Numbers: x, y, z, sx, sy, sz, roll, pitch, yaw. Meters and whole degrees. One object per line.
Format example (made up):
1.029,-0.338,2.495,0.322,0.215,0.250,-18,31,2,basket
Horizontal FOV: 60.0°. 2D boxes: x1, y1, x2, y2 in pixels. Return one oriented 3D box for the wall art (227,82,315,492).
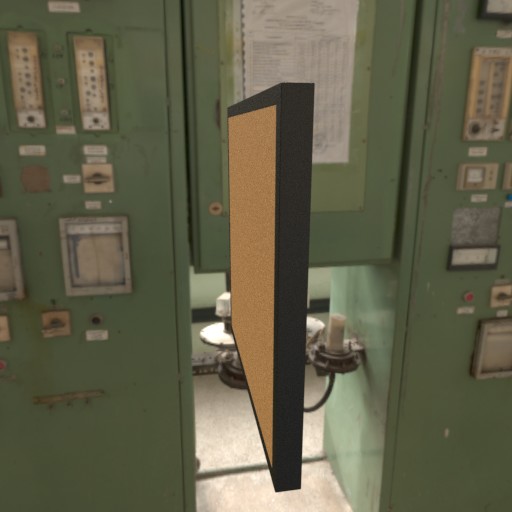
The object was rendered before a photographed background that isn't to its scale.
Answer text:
0.000,0.000,0.760,0.036,0.508,0.508,-3,16,-9,wall art
